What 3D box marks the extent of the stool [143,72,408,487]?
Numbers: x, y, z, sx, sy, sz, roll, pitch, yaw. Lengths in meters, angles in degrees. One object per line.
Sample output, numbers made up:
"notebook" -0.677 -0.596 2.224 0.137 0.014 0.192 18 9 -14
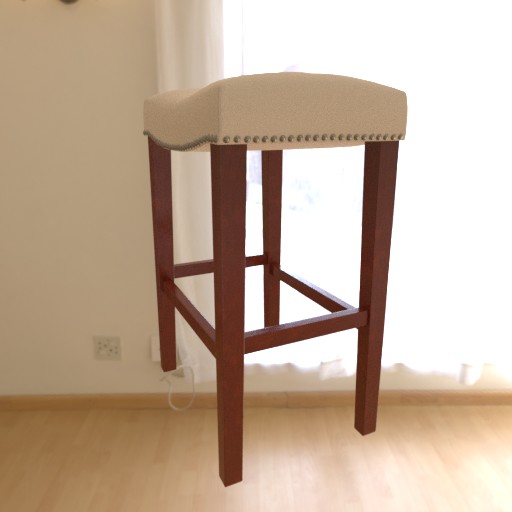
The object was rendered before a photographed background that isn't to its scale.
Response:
"stool" 0.000 0.000 1.014 0.372 0.742 0.504 -8 19 -25
